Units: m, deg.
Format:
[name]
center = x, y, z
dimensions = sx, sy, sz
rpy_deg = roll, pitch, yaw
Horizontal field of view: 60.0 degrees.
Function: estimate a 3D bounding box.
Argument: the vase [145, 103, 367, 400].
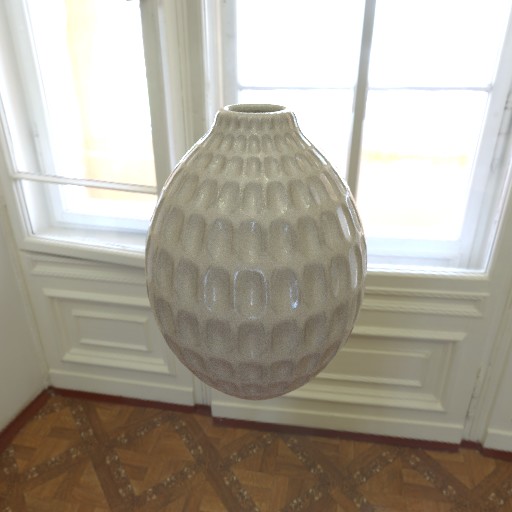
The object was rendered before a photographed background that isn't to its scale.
[vase]
center = 0.000, 0.000, 0.260
dimensions = 0.128, 0.167, 0.128
rpy_deg = 0, 27, 0
